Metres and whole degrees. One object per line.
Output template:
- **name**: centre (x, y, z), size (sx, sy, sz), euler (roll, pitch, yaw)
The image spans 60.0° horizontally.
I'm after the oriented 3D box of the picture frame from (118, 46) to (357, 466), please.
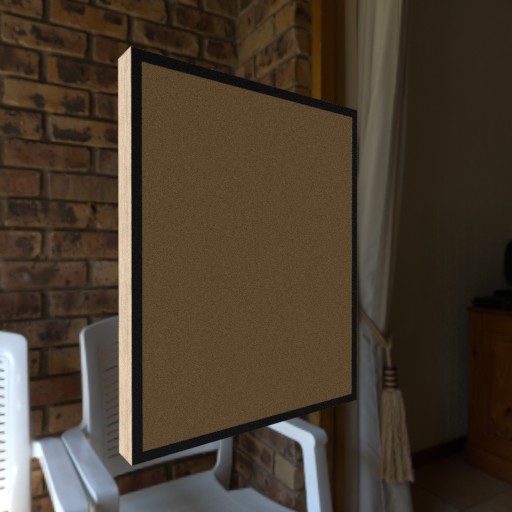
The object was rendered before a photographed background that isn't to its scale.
- **picture frame**: centre (0.000, 0.000, 0.698), size (0.421, 0.526, 0.046), euler (0, 1, -36)
